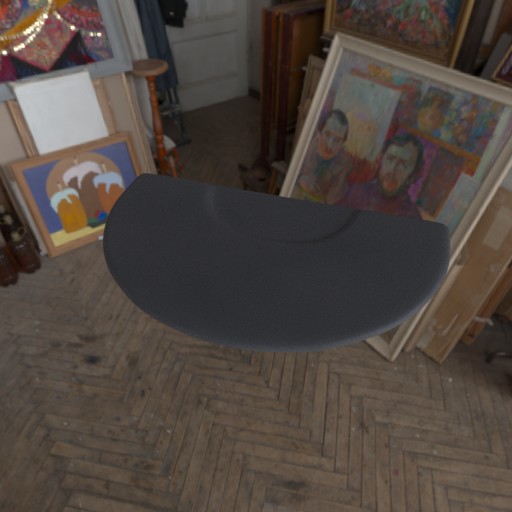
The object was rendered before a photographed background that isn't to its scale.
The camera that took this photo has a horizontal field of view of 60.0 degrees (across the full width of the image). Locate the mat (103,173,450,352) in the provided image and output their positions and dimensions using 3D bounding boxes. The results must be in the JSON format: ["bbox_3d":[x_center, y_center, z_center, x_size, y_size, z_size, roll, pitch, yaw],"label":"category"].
[{"bbox_3d":[0.000,0.000,1.810,1.525,0.022,0.917,11,43,13],"label":"mat"}]
